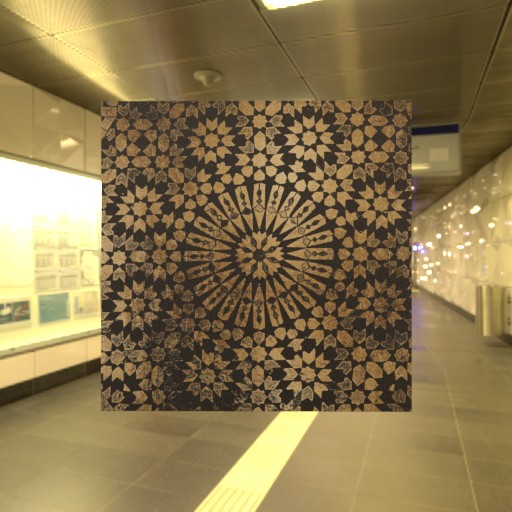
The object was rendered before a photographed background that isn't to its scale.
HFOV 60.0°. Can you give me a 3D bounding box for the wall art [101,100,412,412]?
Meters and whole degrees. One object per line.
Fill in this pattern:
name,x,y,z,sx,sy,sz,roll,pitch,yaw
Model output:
wall art,0.000,0.000,1.319,0.914,0.914,0.038,0,0,0
